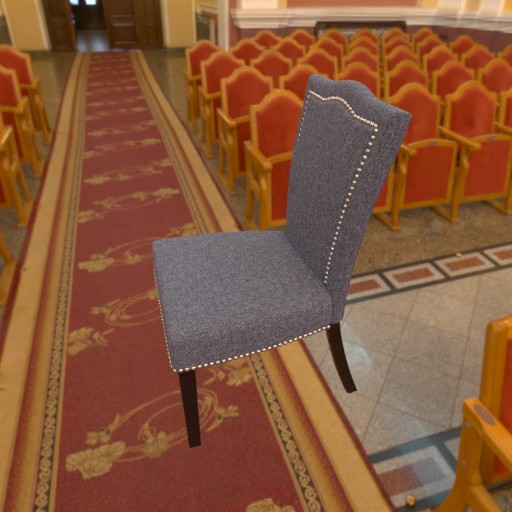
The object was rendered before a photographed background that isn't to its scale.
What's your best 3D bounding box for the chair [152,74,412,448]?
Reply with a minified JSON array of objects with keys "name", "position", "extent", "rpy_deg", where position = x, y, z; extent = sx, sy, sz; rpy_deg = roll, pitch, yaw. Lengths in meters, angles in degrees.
[{"name":"chair","position":[0.000,0.000,1.303],"extent":[0.589,0.946,0.518],"rpy_deg":[-9,32,-14]}]
